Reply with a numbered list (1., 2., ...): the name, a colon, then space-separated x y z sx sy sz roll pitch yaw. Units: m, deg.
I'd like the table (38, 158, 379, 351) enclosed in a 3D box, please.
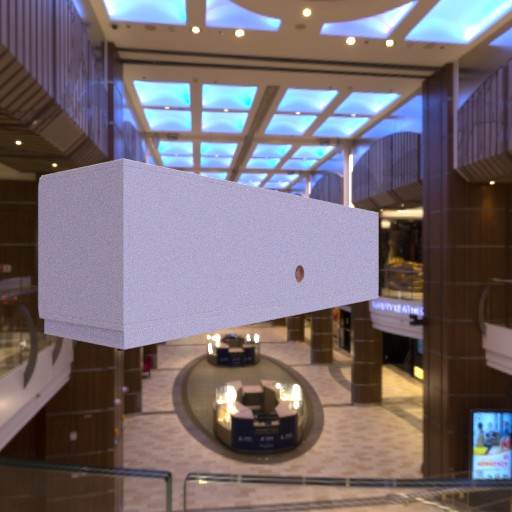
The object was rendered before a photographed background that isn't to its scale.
1. table: 0.000 0.000 1.746 0.400 0.440 1.550 0 0 37
